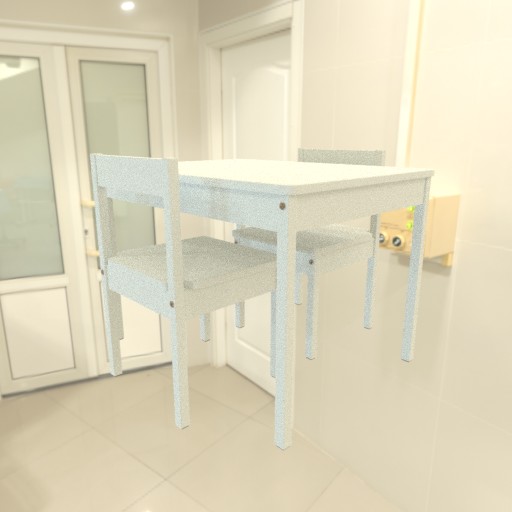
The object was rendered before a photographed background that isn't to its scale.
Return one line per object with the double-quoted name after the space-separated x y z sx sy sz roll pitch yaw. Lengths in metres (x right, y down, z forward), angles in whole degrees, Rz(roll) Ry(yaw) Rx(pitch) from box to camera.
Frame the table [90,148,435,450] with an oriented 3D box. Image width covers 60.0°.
0.000 0.000 1.096 0.672 0.503 0.650 -14 21 -42 "table"
